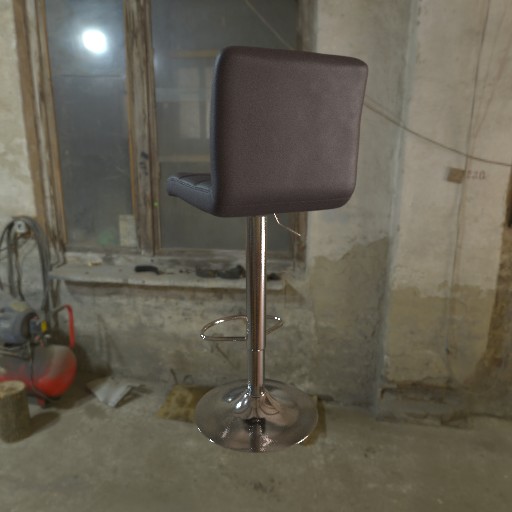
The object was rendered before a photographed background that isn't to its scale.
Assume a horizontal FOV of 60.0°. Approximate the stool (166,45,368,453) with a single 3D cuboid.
[{"bbox_3d":[0.000,0.000,1.390,0.430,1.115,0.505,-7,16,-26],"label":"stool"}]
